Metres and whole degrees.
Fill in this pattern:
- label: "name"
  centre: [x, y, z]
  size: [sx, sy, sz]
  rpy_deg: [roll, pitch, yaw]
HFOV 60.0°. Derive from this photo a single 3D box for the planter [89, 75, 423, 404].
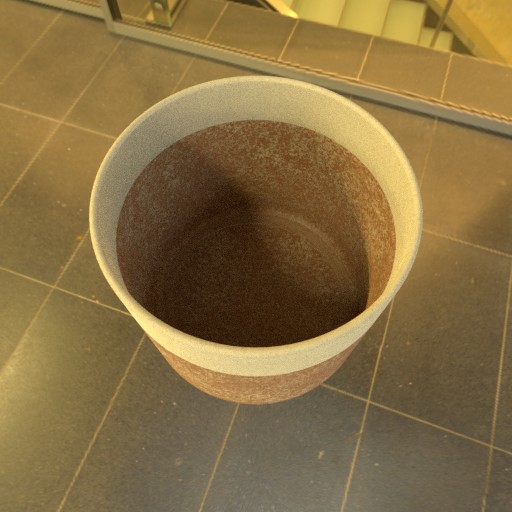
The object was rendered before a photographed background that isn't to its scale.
- label: "planter"
  centre: [0.000, 0.000, 0.274]
  size: [0.159, 0.138, 0.159]
  rpy_deg: [0, 63, 0]
